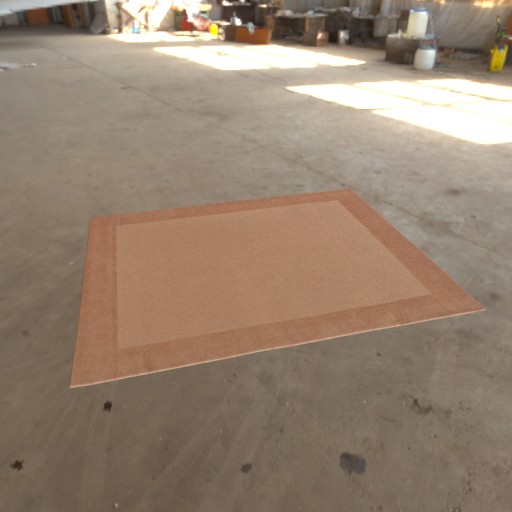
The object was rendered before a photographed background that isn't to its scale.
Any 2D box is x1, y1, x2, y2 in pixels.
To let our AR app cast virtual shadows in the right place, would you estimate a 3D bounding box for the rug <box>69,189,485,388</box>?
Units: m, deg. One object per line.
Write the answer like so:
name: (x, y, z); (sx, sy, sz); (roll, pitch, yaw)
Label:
rug: (0.000, 0.000, 4.100); (3.057, 0.021, 2.431); (-8, 33, -13)
